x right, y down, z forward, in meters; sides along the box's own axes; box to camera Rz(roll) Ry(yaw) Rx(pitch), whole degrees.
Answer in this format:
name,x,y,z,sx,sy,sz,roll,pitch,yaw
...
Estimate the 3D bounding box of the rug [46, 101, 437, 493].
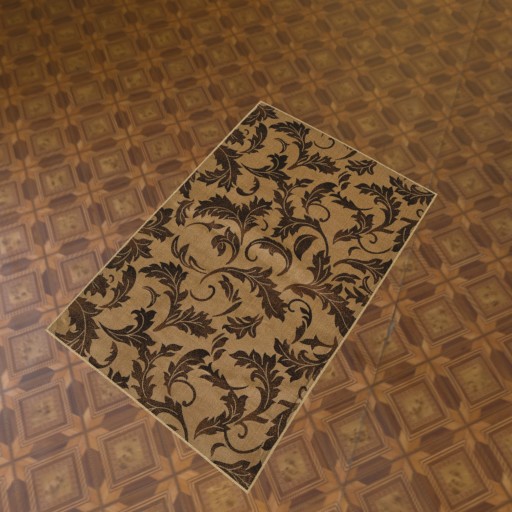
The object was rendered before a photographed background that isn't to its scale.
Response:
name,x,y,z,sx,sy,sz,roll,pitch,yaw
rug,0.000,0.000,2.893,1.522,0.008,2.284,32,68,15
